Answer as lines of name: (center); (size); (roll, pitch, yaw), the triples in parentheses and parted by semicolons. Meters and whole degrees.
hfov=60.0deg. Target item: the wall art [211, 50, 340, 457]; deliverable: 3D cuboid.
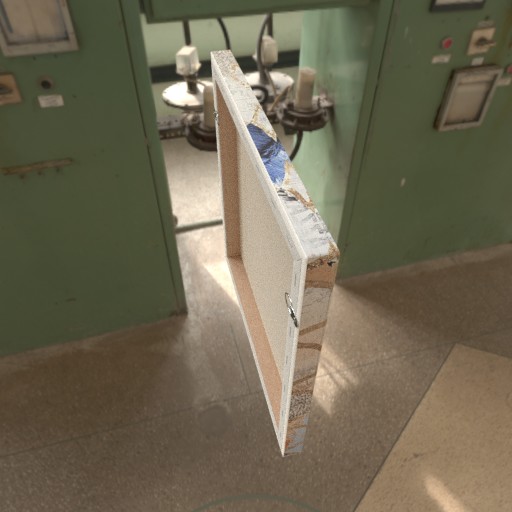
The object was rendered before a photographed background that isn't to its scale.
wall art: (0.000, 0.000, 0.770); (0.038, 0.508, 0.507); (-10, 47, -10)
